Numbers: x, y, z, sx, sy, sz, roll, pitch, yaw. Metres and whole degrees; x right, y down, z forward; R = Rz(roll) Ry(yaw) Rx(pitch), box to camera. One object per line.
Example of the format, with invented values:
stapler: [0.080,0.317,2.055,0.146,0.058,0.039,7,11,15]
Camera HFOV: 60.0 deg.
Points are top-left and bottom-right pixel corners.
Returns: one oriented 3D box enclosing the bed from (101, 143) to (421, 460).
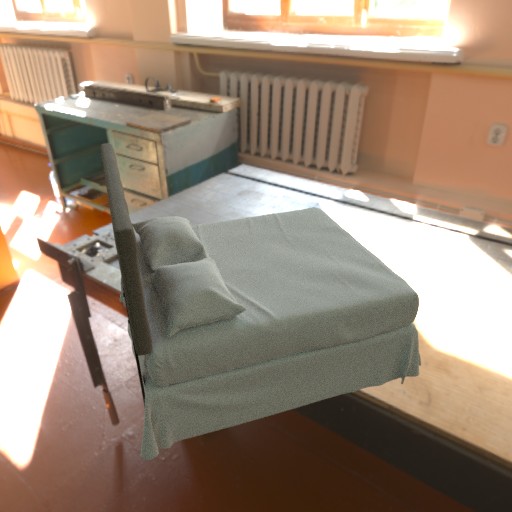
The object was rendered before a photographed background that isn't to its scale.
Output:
bed: [0.000,0.000,3.541,2.222,1.577,1.936,-10,32,-17]
